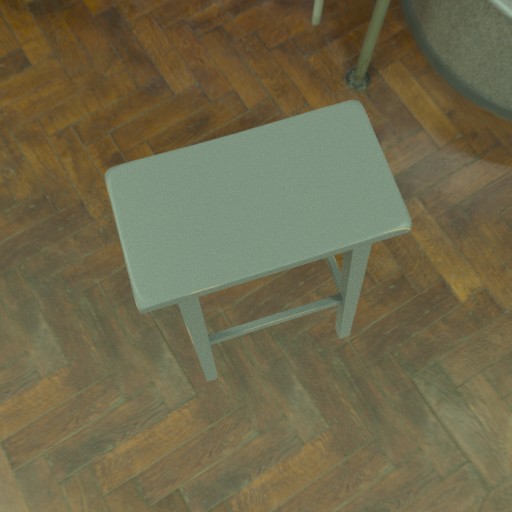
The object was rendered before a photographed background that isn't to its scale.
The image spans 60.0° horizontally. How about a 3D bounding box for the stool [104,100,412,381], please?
[{"bbox_3d":[0.000,0.000,1.057,0.457,0.737,0.476,-17,76,-4],"label":"stool"}]
